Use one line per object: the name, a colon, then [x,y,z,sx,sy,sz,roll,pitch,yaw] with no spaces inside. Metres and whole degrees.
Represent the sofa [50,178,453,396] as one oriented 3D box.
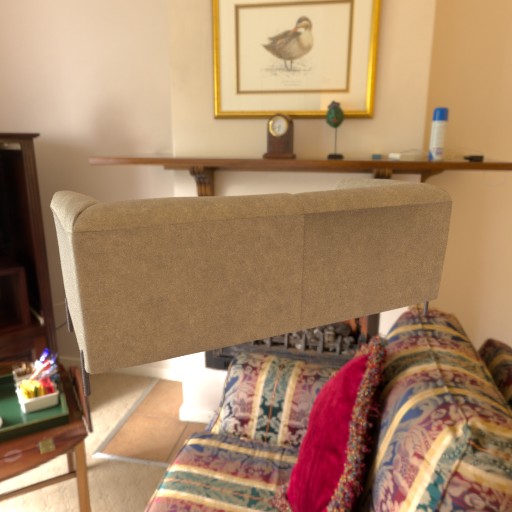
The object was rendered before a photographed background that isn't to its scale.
sofa: [0.000,0.000,2.329,1.878,0.747,0.905,-7,16,-26]
